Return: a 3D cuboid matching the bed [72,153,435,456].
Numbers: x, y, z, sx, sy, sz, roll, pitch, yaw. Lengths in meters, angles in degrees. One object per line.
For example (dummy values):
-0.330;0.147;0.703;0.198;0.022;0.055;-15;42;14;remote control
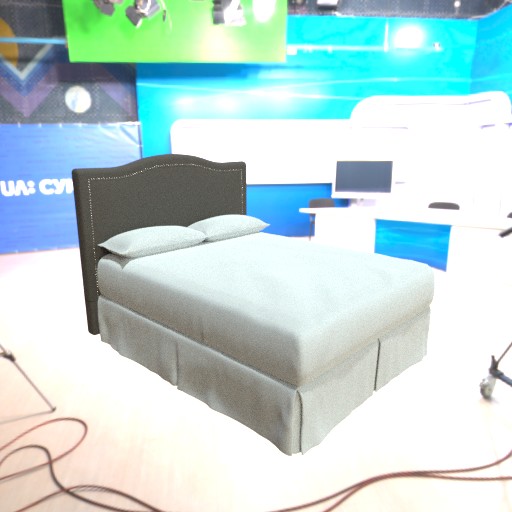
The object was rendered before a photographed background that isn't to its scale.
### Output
0.000;0.000;3.162;2.036;1.387;1.666;13;20;42;bed
